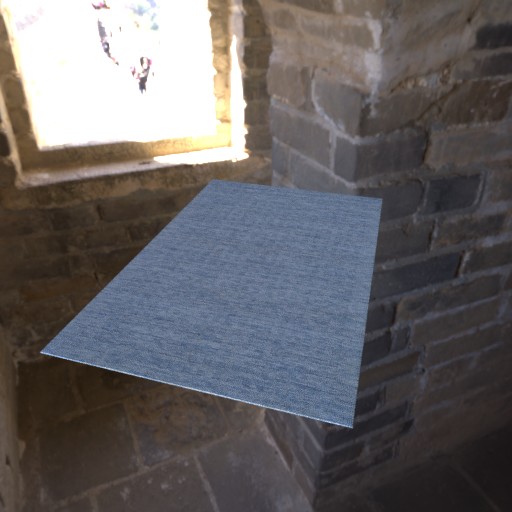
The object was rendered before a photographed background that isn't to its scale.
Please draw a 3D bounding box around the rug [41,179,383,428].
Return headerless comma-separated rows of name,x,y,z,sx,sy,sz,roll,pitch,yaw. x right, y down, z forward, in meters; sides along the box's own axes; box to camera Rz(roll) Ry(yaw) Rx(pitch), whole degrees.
rug,0.000,0.000,2.216,1.142,0.006,1.752,9,33,14
